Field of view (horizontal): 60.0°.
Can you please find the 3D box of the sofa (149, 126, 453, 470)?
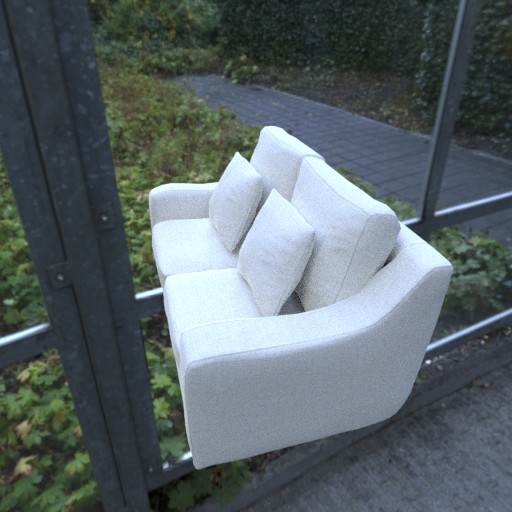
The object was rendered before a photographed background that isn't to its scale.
[{"bbox_3d":[0.000,0.000,2.361,1.040,1.047,1.744,-8,32,-14],"label":"sofa"}]
